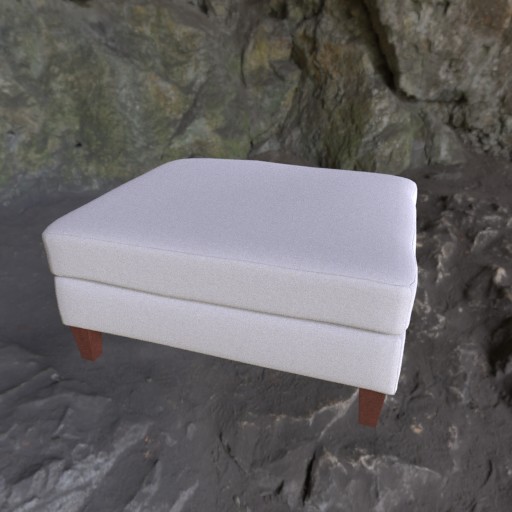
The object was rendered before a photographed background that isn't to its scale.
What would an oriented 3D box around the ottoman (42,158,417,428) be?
[{"bbox_3d":[0.000,0.000,1.481,0.976,0.492,0.836,8,27,16],"label":"ottoman"}]
